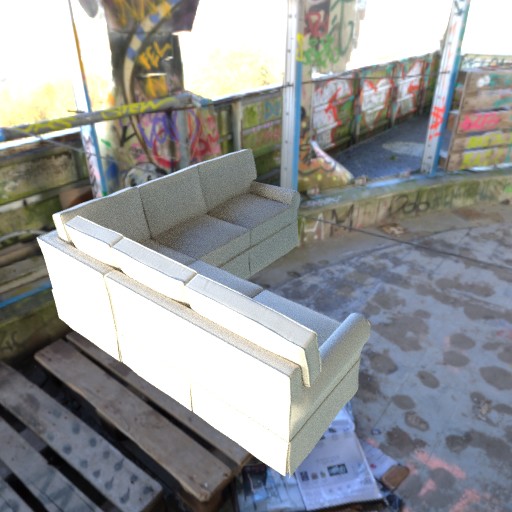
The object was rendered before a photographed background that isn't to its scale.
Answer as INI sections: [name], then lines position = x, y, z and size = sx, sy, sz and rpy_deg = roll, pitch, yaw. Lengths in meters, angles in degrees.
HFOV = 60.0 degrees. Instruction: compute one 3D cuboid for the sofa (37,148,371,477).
[sofa]
position = 0.000, 0.000, 3.980
size = 2.591, 1.070, 2.597
rpy_deg = 21, 36, 32
